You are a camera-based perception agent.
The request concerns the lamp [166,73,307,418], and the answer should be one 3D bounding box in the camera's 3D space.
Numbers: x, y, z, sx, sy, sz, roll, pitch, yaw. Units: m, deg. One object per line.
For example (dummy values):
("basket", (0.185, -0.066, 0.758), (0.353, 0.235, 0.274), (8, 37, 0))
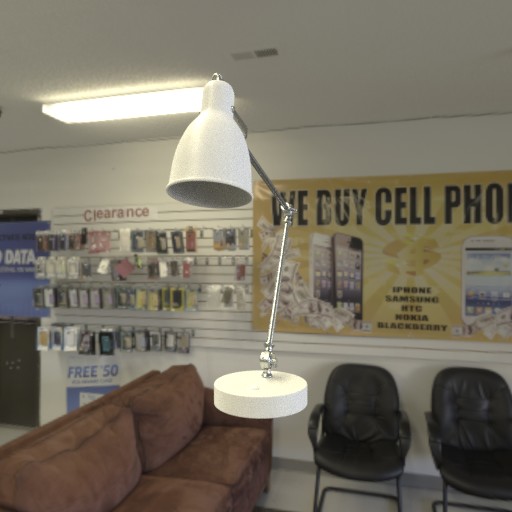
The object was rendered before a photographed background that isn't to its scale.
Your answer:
("lamp", (0.000, 0.000, 0.864), (0.187, 0.587, 0.561), (0, 0, 18))
